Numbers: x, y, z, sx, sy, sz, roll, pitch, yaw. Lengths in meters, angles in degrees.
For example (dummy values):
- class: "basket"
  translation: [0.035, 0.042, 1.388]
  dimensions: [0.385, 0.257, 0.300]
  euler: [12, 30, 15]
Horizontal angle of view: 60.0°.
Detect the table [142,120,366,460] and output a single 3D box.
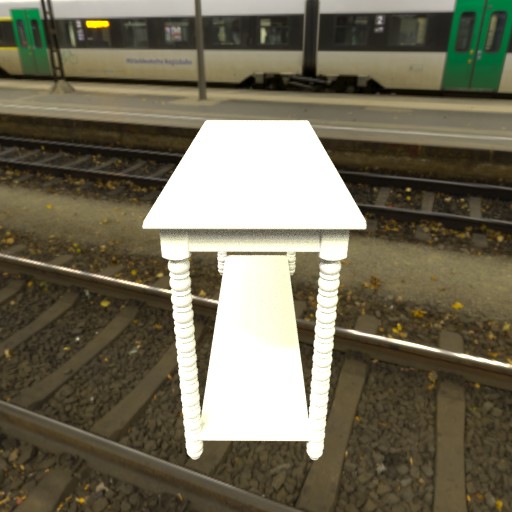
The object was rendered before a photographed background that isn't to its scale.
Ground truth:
- class: "table"
  translation: [0.000, 0.000, 1.574]
  dimensions: [0.459, 0.740, 1.184]
  euler: [0, 26, 0]
